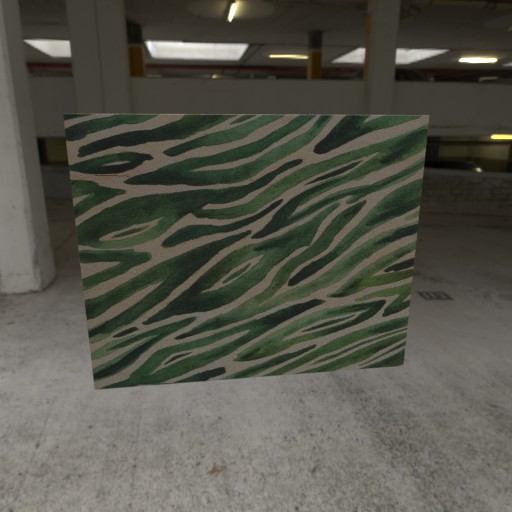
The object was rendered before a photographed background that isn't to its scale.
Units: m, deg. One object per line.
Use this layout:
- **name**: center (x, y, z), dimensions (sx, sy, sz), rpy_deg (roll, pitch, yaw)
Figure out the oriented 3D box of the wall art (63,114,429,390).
- **wall art**: center (0.000, 0.000, 0.672), dimensions (0.508, 0.408, 0.012), rpy_deg (-2, 16, -8)
